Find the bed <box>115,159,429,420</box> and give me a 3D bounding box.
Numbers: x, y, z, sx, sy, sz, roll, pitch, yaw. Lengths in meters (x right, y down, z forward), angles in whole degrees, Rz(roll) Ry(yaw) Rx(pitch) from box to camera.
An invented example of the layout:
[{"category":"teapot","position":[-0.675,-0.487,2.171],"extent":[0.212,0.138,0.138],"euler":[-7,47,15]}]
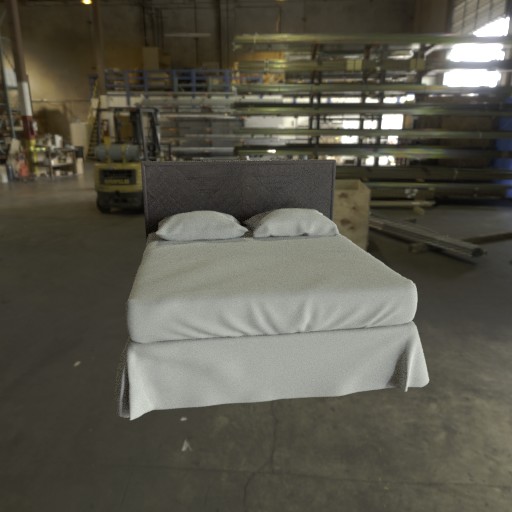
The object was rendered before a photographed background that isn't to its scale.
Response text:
[{"category":"bed","position":[0.000,0.000,2.993],"extent":[1.772,1.142,1.785],"euler":[-2,16,-8]}]
